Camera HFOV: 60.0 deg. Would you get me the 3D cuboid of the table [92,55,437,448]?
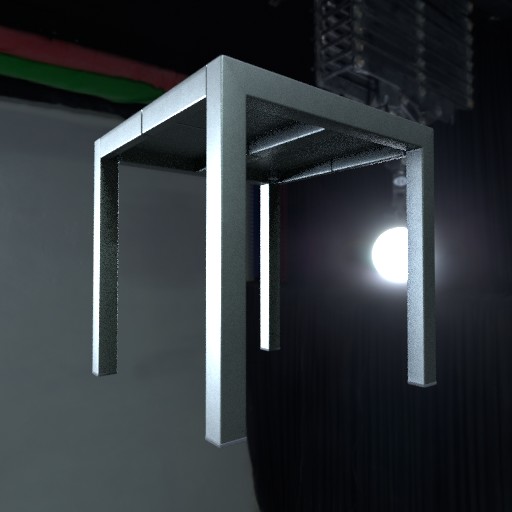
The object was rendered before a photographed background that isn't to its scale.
[{"bbox_3d":[0.000,0.000,0.924,0.508,0.508,0.508,1,-2,-38],"label":"table"}]
